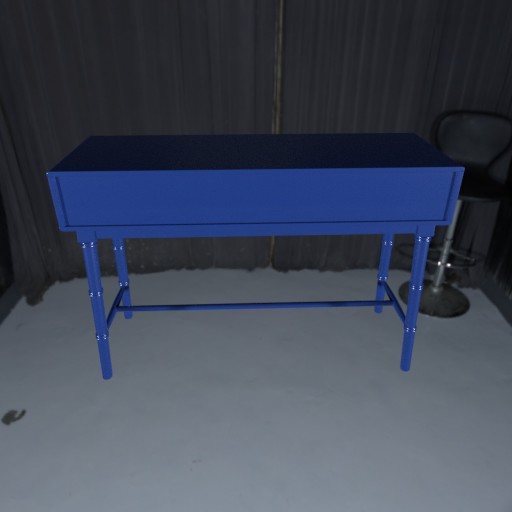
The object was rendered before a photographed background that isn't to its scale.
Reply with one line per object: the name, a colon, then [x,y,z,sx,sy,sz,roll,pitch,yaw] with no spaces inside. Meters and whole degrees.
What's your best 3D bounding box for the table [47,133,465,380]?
table: [0.000,0.000,1.535,1.118,0.749,0.399,-1,29,-2]
